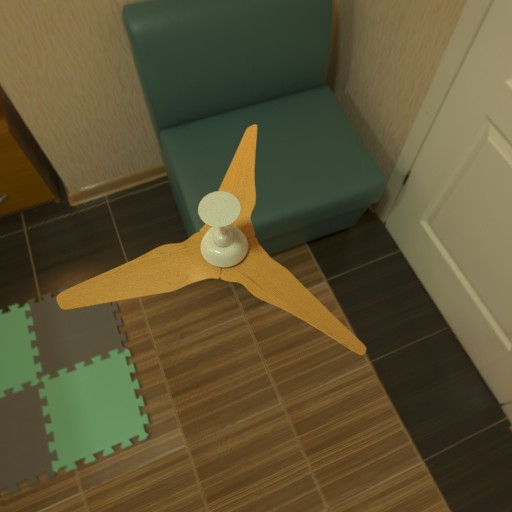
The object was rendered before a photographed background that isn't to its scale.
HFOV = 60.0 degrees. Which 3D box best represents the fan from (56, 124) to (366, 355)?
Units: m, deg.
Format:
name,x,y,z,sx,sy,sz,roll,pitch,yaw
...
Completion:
name,x,y,z,sx,sy,sz,roll,pitch,yaw
fan,0.000,0.000,1.615,1.010,0.355,1.142,35,68,16
